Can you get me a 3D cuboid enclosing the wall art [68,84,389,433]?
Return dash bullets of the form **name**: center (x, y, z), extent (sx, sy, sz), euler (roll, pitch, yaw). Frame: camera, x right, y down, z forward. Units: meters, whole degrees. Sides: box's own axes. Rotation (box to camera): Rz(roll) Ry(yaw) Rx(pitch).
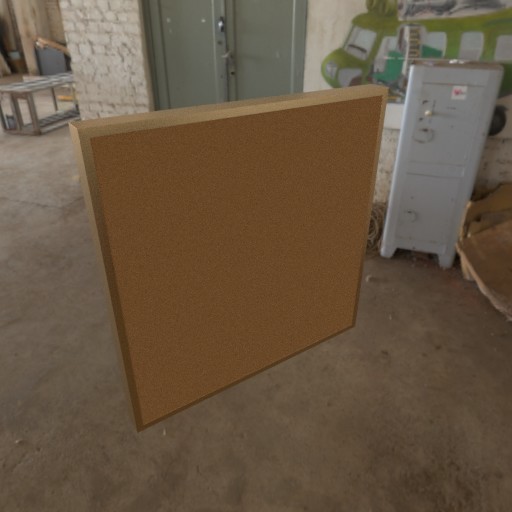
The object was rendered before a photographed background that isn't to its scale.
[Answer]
- **wall art**: center (0.000, 0.000, 0.760), extent (0.509, 0.509, 0.040), euler (-18, 35, -29)
